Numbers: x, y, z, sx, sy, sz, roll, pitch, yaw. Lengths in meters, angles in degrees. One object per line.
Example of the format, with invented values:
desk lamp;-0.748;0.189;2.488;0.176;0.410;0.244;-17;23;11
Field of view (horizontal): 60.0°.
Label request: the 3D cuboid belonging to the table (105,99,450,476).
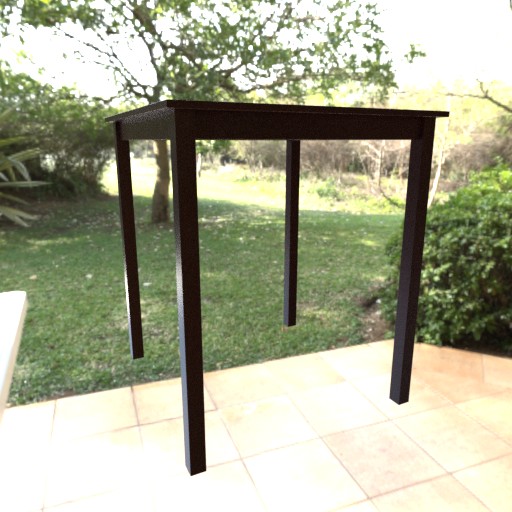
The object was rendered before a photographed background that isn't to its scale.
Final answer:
table;0.000;0.000;1.631;0.861;0.991;0.861;-7;16;-26
